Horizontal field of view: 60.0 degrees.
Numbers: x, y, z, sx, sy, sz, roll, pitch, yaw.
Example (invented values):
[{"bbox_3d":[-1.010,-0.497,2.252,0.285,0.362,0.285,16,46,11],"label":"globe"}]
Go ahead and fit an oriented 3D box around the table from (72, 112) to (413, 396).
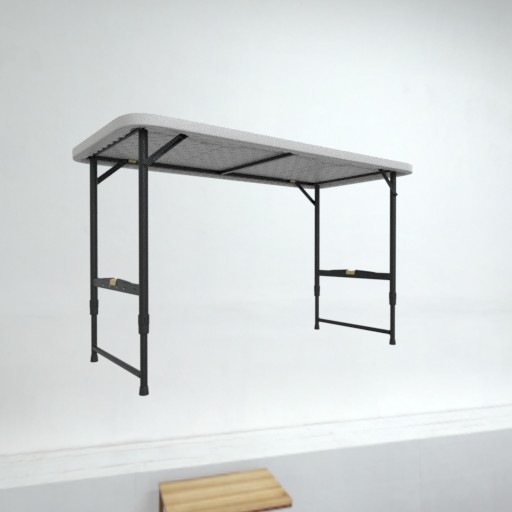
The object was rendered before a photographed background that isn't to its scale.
[{"bbox_3d":[0.000,0.000,1.691,1.219,0.737,0.610,0,1,-36],"label":"table"}]
